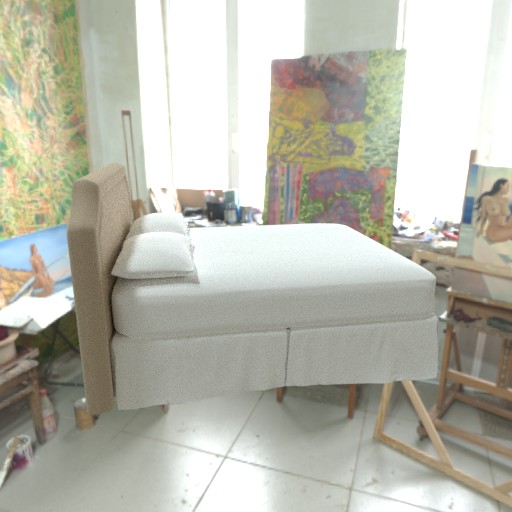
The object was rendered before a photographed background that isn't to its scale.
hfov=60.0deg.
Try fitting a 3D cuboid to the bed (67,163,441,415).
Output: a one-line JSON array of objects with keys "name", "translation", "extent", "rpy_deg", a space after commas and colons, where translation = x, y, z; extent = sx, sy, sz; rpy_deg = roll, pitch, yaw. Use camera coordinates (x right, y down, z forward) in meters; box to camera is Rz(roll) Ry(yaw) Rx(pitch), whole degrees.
[{"name": "bed", "translation": [0.000, 0.000, 3.302], "extent": [2.204, 1.301, 1.828], "rpy_deg": [-3, 16, -10]}]
